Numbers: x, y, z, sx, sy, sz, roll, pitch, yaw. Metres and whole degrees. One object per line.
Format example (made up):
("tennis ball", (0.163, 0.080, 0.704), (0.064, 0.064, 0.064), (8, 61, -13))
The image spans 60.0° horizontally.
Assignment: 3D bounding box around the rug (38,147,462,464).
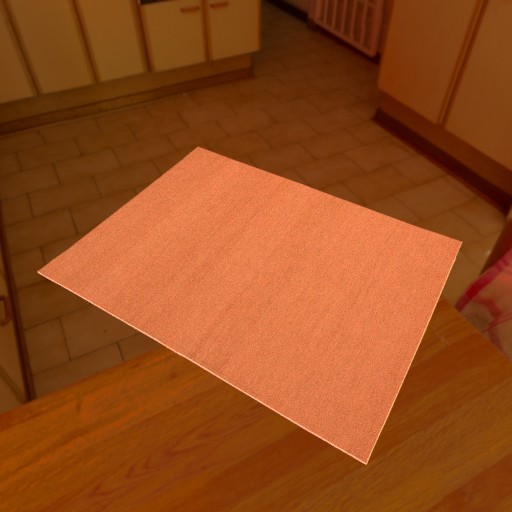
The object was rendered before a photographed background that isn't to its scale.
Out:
("rug", (0.000, 0.000, 4.154), (3.202, 0.045, 2.434), (24, 51, 22))
